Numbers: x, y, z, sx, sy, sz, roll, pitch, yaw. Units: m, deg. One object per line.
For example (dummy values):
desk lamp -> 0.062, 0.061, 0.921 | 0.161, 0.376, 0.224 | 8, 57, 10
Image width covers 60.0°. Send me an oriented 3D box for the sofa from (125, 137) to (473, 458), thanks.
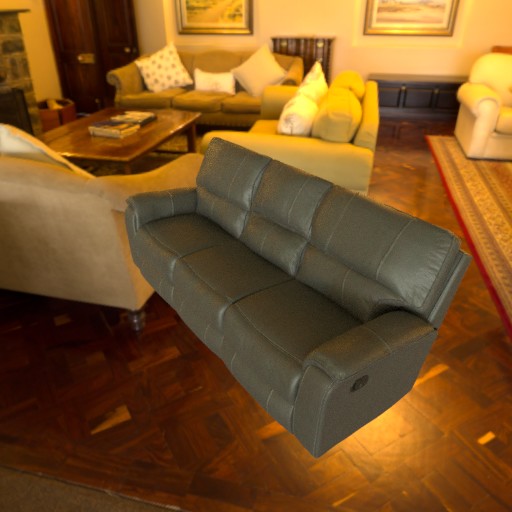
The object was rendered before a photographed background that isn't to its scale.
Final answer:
sofa -> 0.000, 0.000, 3.200 | 1.104, 1.134, 2.627 | -19, 35, -30
